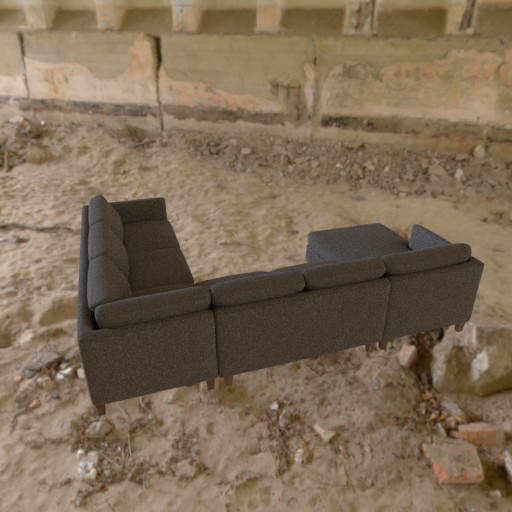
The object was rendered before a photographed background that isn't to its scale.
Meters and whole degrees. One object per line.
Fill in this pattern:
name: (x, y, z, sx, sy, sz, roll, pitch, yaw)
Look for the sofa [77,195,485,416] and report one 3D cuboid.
sofa: (0.000, 0.000, 4.413, 3.238, 0.853, 2.551, -9, 29, -16)
